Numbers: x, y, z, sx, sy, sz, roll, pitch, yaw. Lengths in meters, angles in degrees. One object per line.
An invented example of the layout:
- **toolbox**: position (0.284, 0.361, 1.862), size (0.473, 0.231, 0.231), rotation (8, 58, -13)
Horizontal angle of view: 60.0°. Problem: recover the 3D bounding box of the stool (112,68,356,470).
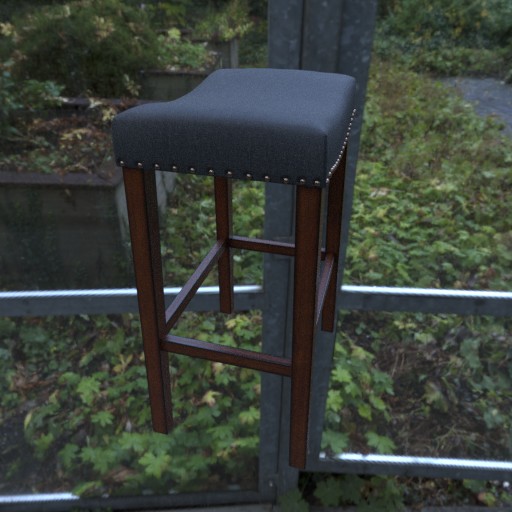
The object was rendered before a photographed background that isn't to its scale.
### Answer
- **stool**: position (0.000, 0.000, 1.025), size (0.366, 0.748, 0.502), rotation (8, 32, 13)
